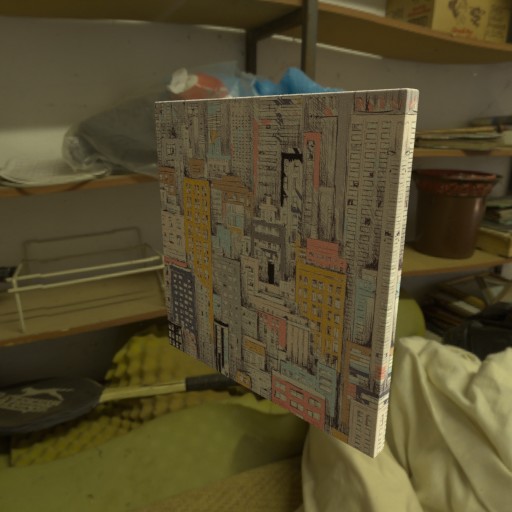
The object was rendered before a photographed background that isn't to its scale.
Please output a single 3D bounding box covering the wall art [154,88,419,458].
[{"bbox_3d":[0.000,0.000,0.900,0.607,0.608,0.038,16,23,42],"label":"wall art"}]
